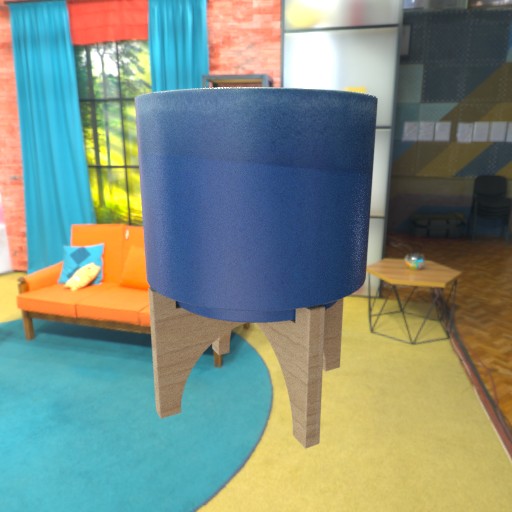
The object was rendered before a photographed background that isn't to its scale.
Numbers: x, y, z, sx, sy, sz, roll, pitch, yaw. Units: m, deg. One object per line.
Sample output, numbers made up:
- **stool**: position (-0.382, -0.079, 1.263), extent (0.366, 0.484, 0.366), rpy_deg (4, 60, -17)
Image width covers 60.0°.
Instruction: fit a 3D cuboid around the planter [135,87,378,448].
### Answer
- **planter**: position (0.000, 0.000, 0.395), extent (0.192, 0.263, 0.192), rpy_deg (0, 15, 0)
